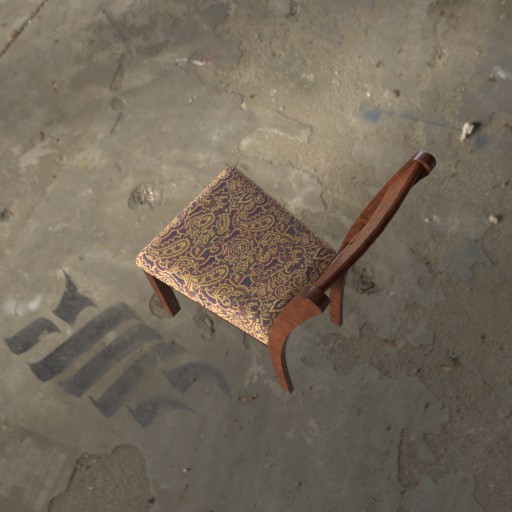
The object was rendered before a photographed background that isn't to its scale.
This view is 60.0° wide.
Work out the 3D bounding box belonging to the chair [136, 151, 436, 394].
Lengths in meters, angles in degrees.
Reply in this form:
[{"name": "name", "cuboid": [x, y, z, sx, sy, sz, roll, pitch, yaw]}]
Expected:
[{"name": "chair", "cuboid": [0.000, 0.000, 1.289, 0.584, 0.965, 0.457, 36, 69, 16]}]
